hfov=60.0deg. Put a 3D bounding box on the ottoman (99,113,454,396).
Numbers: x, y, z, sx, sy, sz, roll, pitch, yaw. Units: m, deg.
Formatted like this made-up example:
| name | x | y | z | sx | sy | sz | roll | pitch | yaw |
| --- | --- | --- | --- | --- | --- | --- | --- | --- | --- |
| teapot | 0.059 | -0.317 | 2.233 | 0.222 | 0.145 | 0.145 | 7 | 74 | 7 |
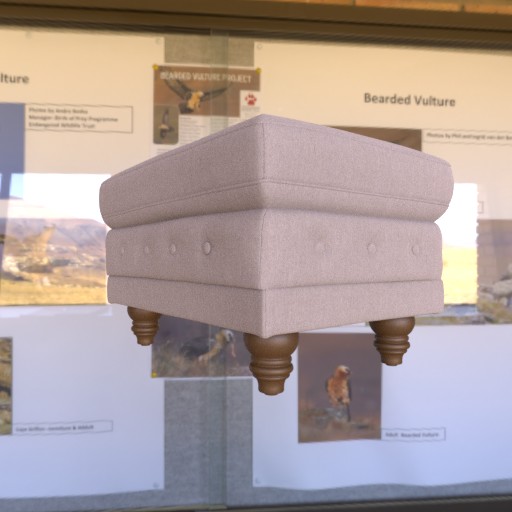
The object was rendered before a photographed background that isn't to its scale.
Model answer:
| name | x | y | z | sx | sy | sz | roll | pitch | yaw |
| --- | --- | --- | --- | --- | --- | --- | --- | --- | --- |
| ottoman | 0.000 | 0.000 | 1.133 | 0.569 | 0.500 | 0.771 | 0 | 0 | -37 |
